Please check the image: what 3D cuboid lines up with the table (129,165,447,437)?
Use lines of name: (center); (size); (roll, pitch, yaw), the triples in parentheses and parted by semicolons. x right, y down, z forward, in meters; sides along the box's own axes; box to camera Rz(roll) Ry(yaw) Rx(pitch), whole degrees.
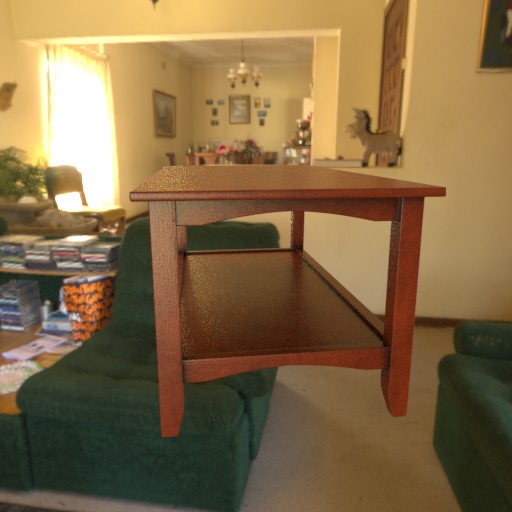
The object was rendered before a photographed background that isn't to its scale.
table: (0.000, 0.000, 1.233); (0.533, 0.456, 0.943); (-2, 14, -8)
